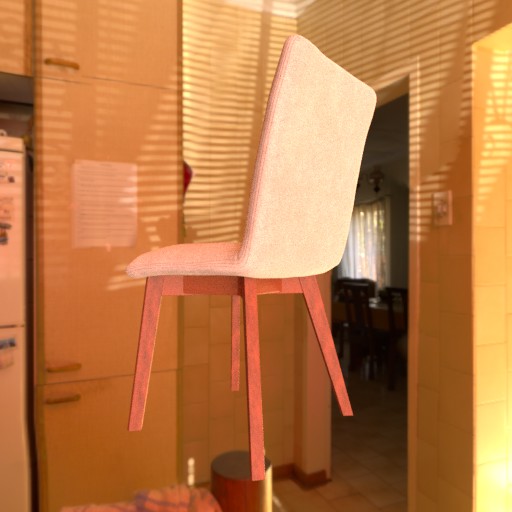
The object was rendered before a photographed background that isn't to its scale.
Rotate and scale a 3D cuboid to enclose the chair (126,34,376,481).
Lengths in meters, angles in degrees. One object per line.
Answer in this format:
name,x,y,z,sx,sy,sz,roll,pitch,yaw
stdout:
chair,0.000,0.000,1.272,0.563,0.974,0.522,0,0,36
